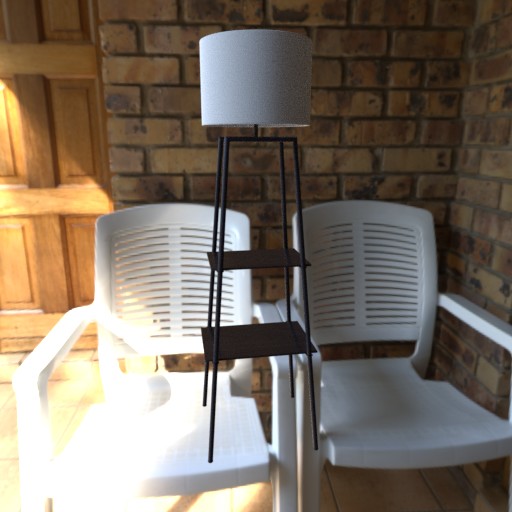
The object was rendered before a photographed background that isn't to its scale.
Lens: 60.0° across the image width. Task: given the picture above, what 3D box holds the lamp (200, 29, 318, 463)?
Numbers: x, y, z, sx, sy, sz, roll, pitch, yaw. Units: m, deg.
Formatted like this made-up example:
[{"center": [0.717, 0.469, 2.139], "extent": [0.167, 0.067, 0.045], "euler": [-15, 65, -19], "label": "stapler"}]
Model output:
[{"center": [0.000, 0.000, 1.670], "extent": [0.427, 1.474, 0.384], "euler": [-3, 15, -10], "label": "lamp"}]
